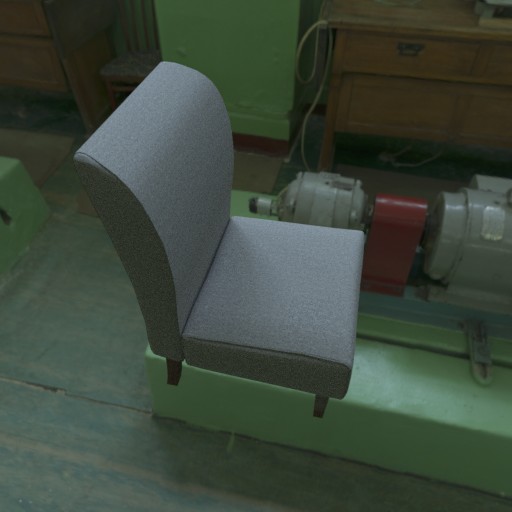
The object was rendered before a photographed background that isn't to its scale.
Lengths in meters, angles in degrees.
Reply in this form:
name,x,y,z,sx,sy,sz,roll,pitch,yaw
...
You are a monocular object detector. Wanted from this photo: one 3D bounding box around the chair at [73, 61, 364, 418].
name,x,y,z,sx,sy,sz,roll,pitch,yaw
chair,0.000,0.000,1.176,0.592,0.804,0.513,8,46,8
